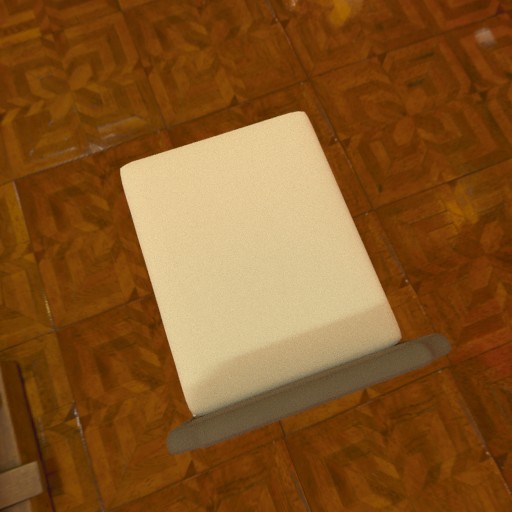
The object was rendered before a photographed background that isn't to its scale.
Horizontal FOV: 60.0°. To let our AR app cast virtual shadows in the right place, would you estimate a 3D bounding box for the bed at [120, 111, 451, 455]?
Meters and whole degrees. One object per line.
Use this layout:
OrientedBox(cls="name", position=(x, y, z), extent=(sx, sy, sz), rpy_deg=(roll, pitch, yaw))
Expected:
OrientedBox(cls="bed", position=(0.000, 0.000, 3.326), extent=(1.831, 1.297, 2.181), rpy_deg=(-19, 75, -5))
